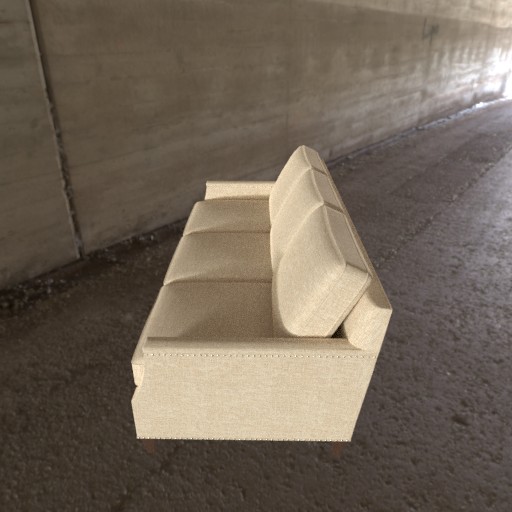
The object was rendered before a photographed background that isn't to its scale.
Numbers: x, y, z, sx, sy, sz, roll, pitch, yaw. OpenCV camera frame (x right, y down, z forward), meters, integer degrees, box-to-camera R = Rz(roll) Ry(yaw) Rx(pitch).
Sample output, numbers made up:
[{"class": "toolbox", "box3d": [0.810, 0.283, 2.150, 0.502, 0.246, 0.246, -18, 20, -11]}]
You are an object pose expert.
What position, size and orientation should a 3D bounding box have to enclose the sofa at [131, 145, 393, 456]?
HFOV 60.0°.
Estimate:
[{"class": "sofa", "box3d": [0.000, 0.000, 2.765, 1.041, 0.940, 2.210, 0, 27, 1]}]
